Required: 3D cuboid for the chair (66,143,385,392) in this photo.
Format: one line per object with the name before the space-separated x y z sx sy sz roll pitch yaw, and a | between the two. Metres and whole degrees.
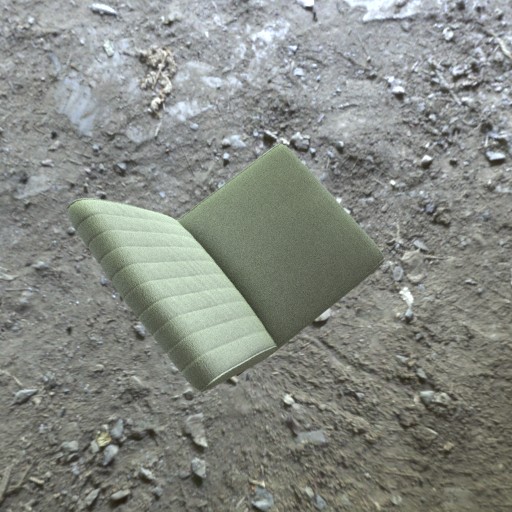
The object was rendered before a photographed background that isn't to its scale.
chair | 0.000 0.000 1.238 0.594 0.900 0.480 -38 79 -9
